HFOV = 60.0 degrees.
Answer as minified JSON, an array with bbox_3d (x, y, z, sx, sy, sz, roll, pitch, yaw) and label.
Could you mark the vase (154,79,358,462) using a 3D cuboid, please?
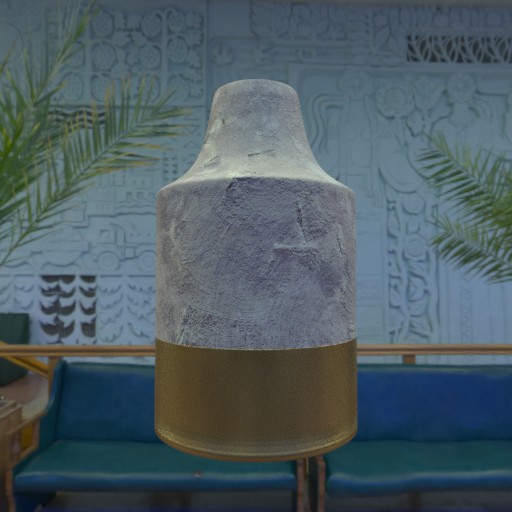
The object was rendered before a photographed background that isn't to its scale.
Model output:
[{"bbox_3d":[0.000,0.000,0.417,0.184,0.305,0.184,0,-2,0],"label":"vase"}]
